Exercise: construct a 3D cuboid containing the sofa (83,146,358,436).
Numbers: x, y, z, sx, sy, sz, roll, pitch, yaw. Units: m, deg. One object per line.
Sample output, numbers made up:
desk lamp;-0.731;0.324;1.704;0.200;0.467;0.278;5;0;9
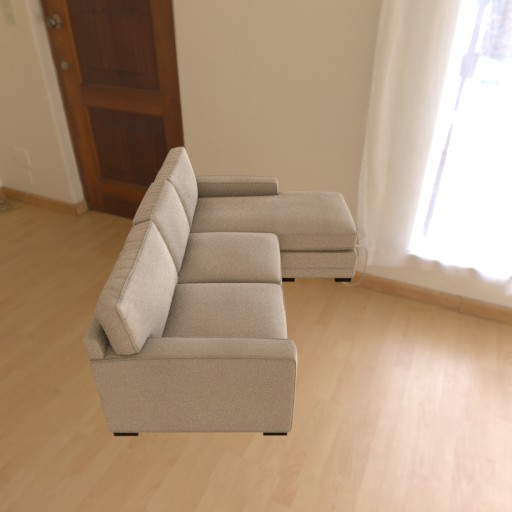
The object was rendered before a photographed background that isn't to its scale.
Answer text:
sofa;0.000;0.000;2.896;1.496;0.861;2.087;0;33;0
